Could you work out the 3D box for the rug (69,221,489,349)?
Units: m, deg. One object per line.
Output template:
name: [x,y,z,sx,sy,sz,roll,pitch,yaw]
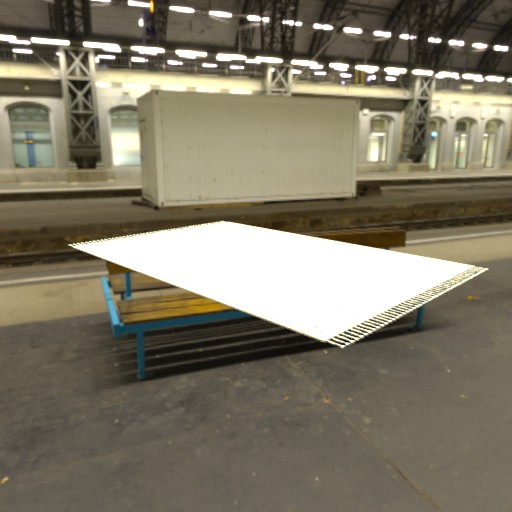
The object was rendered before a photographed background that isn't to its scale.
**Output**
rug: [0.000,0.000,2.979,1.524,0.010,2.438,-13,19,-43]
